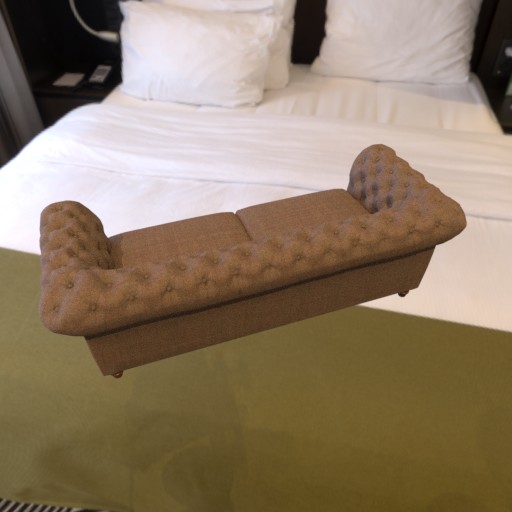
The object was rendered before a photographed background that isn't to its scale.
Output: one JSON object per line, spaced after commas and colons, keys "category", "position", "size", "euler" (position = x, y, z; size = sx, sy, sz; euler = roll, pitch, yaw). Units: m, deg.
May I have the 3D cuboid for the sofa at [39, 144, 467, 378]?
{"category": "sofa", "position": [0.000, 0.000, 2.757], "size": [2.385, 0.787, 0.944], "euler": [-13, 43, -15]}
